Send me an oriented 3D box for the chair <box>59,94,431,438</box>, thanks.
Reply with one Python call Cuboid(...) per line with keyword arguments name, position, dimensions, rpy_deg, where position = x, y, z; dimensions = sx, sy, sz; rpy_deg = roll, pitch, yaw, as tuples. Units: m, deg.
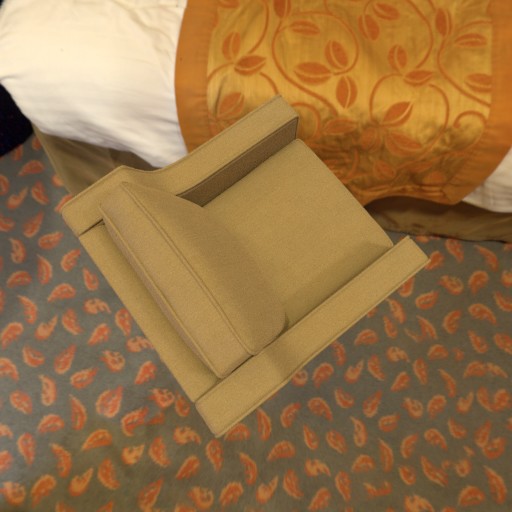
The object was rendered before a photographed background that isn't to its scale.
Cuboid(name="chair", position=(0.000, 0.000, 1.673), dimensions=(0.909, 0.960, 0.831), rpy_deg=(-37, 78, -9))
